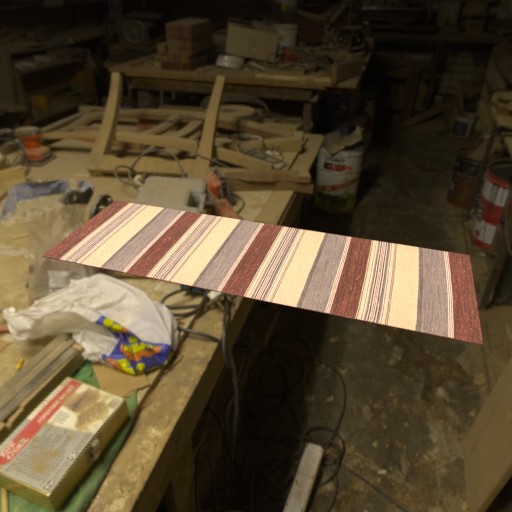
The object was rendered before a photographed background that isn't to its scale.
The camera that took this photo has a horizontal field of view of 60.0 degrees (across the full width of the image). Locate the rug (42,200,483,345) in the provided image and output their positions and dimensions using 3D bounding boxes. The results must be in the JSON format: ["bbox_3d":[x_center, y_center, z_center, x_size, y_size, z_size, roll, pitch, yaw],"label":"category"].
[{"bbox_3d":[0.000,0.000,2.655,2.437,0.006,0.792,10,34,15],"label":"rug"}]
